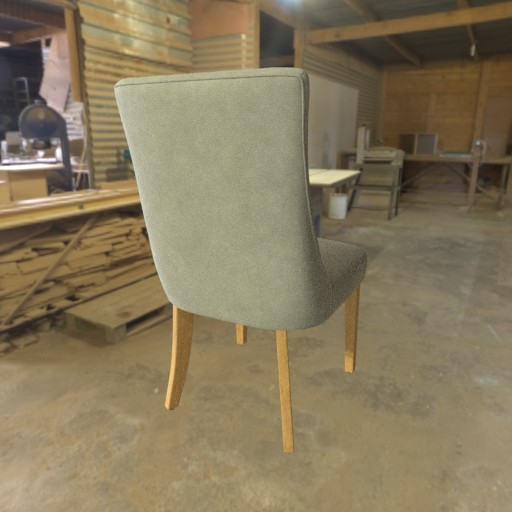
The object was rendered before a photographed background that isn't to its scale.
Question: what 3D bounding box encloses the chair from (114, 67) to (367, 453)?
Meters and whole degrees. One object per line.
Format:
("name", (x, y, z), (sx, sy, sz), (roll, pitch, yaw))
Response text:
("chair", (0.000, 0.000, 1.242), (0.495, 0.902, 0.610), (8, 18, 27))
